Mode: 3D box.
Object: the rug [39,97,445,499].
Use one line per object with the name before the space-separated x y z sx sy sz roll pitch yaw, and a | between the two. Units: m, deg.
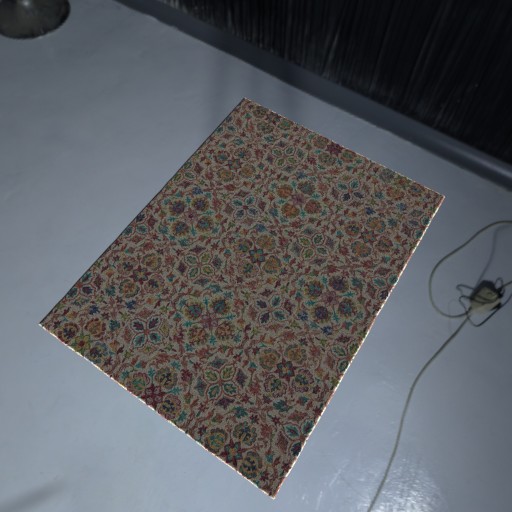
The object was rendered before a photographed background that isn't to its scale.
rug | 0.000 0.000 4.170 2.446 0.020 3.215 31 68 14
